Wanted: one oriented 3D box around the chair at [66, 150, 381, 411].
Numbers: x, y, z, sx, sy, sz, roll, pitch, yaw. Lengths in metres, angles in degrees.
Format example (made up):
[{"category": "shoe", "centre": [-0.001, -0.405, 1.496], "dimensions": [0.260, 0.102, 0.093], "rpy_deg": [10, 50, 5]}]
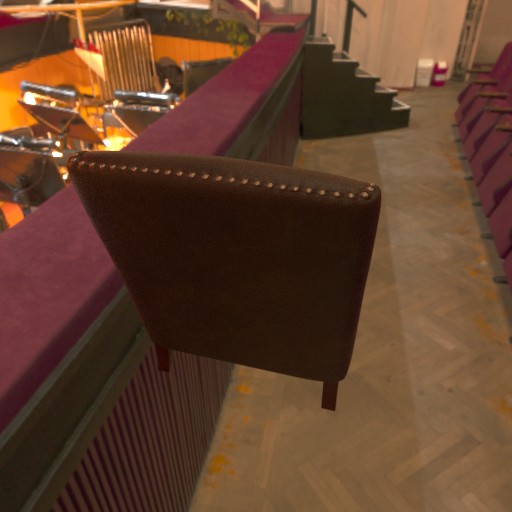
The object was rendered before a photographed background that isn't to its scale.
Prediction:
[{"category": "chair", "centre": [0.000, 0.000, 1.304], "dimensions": [0.639, 0.813, 0.704], "rpy_deg": [9, 35, 13]}]
